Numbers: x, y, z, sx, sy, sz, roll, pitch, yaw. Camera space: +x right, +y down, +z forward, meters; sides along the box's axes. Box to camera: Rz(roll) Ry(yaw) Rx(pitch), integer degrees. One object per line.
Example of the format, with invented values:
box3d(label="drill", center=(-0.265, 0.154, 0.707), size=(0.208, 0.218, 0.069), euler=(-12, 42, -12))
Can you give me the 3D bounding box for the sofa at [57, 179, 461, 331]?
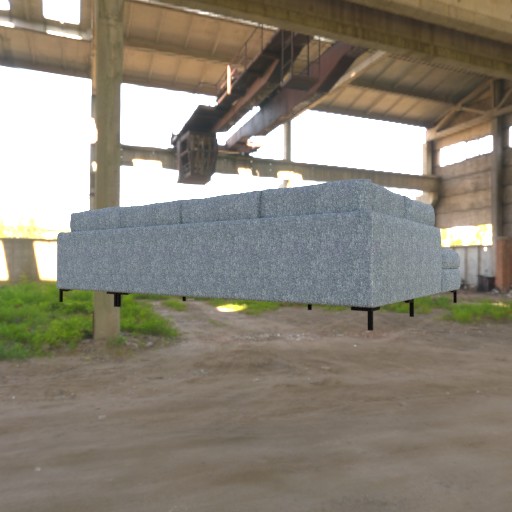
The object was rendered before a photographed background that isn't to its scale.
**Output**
box3d(label="sofa", center=(0.000, 0.000, 3.607), size=(2.737, 0.756, 1.879), euler=(-1, -1, 36))
